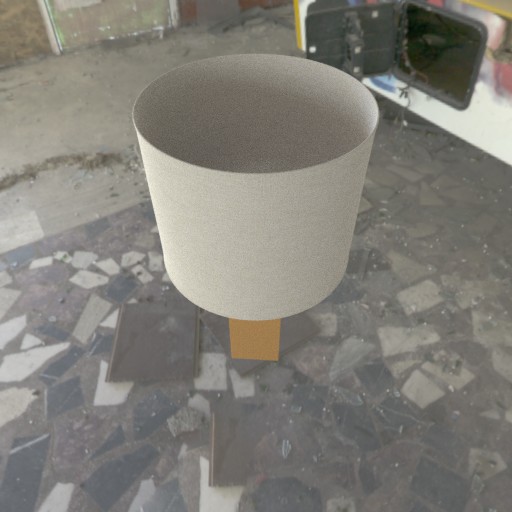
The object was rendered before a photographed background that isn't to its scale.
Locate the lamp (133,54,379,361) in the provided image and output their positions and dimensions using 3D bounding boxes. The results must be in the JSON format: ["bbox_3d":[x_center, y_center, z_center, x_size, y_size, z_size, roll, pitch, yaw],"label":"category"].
[{"bbox_3d":[0.000,0.000,0.568,0.229,0.417,0.229,3,46,3],"label":"lamp"}]
